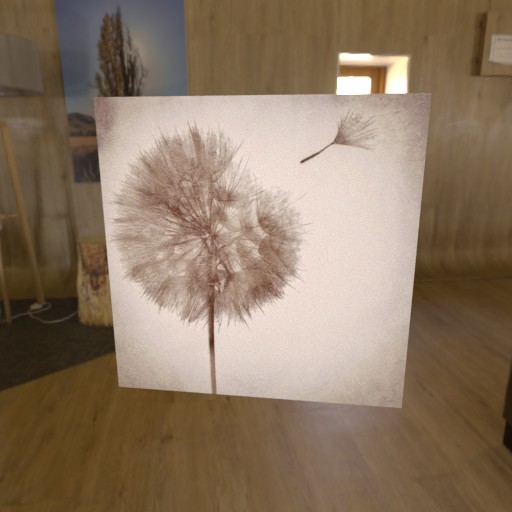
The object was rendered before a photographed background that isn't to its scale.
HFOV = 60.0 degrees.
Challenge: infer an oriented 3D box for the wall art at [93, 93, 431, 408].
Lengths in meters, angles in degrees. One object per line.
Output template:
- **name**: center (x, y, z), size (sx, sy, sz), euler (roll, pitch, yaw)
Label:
- **wall art**: center (0.000, 0.000, 0.446), size (0.303, 0.303, 0.028), euler (2, 15, 7)
